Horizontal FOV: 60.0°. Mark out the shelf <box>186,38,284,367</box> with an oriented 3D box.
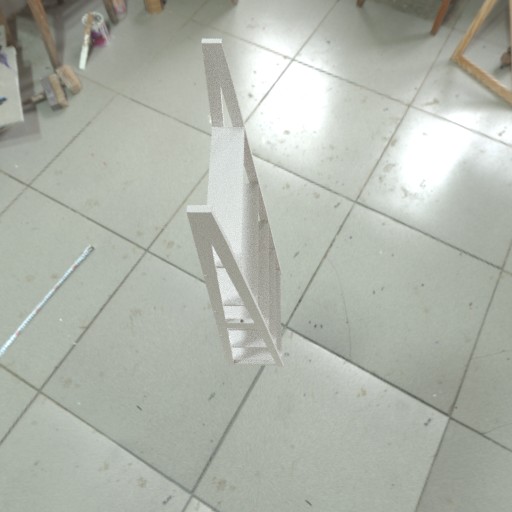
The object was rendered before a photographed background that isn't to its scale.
[{"bbox_3d":[0.000,0.000,2.036,0.341,1.779,0.636,0,64,0],"label":"shelf"}]
